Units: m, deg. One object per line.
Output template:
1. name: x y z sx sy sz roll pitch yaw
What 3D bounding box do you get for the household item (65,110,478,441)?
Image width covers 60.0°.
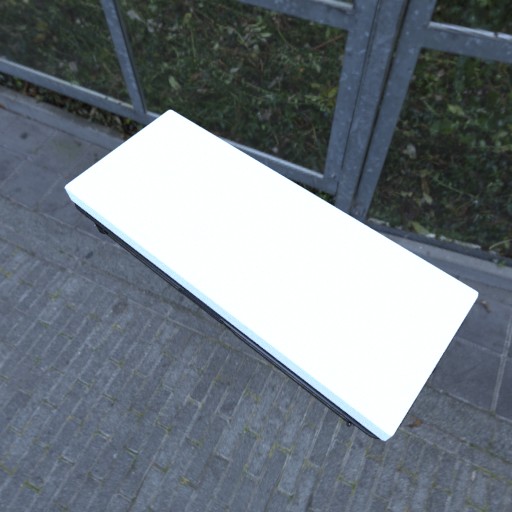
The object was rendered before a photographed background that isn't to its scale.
1. household item: 0.000 0.000 2.185 1.905 0.356 0.787 35 64 20
